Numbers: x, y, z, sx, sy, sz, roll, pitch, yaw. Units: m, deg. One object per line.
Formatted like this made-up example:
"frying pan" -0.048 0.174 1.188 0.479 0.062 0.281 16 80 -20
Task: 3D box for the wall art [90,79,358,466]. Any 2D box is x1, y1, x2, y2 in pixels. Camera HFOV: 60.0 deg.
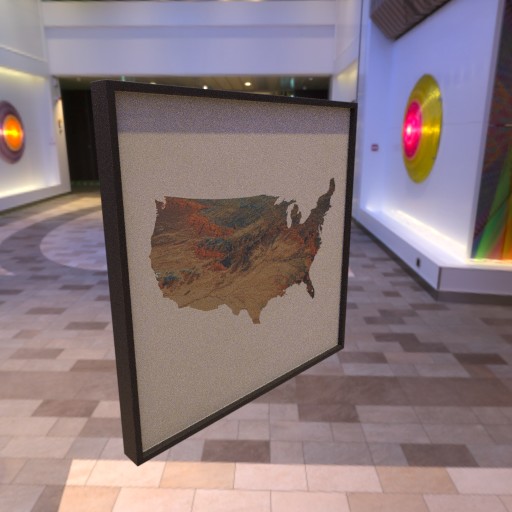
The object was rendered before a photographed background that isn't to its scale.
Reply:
"wall art" 0.000 0.000 0.740 0.038 0.507 0.507 15 21 43
